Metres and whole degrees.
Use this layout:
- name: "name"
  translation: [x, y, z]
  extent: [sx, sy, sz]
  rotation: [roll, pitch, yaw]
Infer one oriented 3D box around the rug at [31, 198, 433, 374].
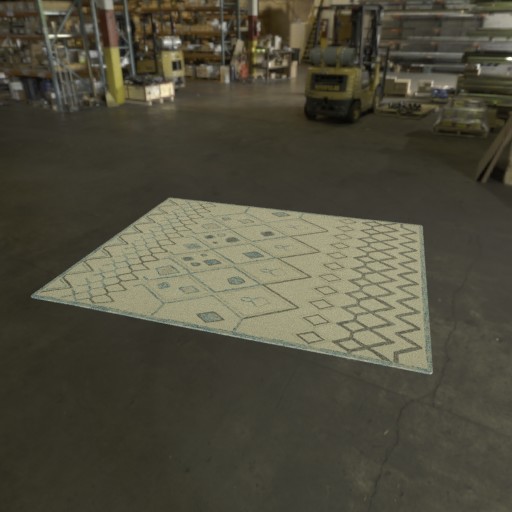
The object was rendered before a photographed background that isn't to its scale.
- name: "rug"
  translation: [0.000, 0.000, 4.204]
  extent: [3.056, 0.013, 2.441]
  rotation: [8, 28, 15]
